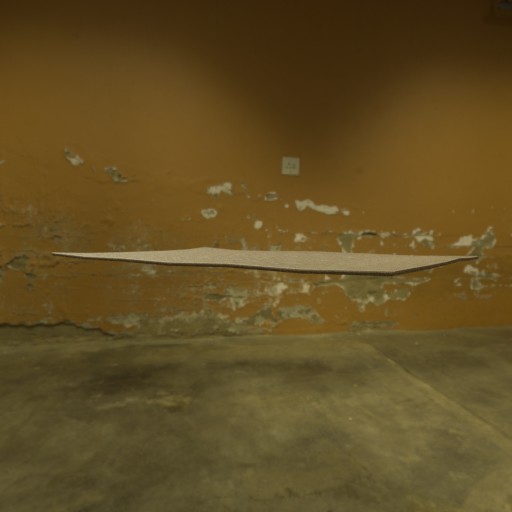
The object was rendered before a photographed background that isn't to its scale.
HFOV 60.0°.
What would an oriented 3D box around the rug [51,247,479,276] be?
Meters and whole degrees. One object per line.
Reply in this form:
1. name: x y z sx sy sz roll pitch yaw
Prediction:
1. rug: 0.000 0.000 2.972 2.430 0.053 1.553 2 3 37
